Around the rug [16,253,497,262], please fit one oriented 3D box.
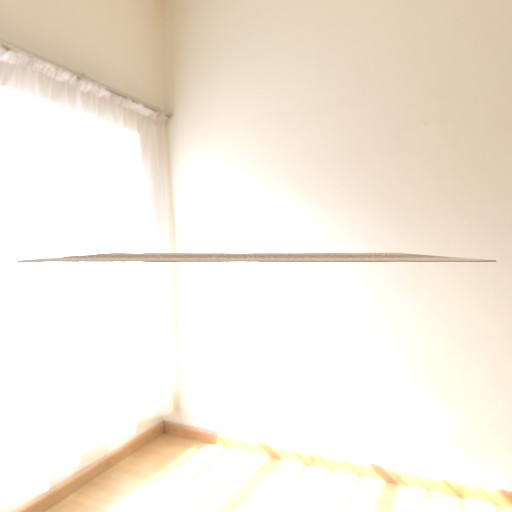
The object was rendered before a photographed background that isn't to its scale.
[{"bbox_3d":[0.000,0.000,3.006,2.440,0.012,1.522,0,2,0],"label":"rug"}]
